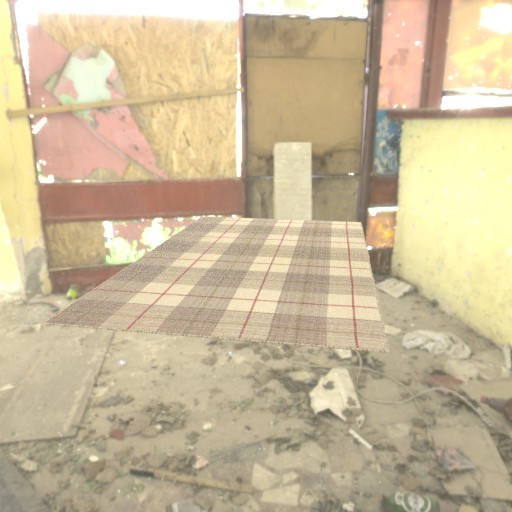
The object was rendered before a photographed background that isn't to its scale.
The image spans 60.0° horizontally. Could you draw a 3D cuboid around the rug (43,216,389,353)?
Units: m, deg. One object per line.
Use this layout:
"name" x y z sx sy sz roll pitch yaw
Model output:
"rug" 0.000 0.000 3.061 1.549 0.010 2.464 3 17 10
